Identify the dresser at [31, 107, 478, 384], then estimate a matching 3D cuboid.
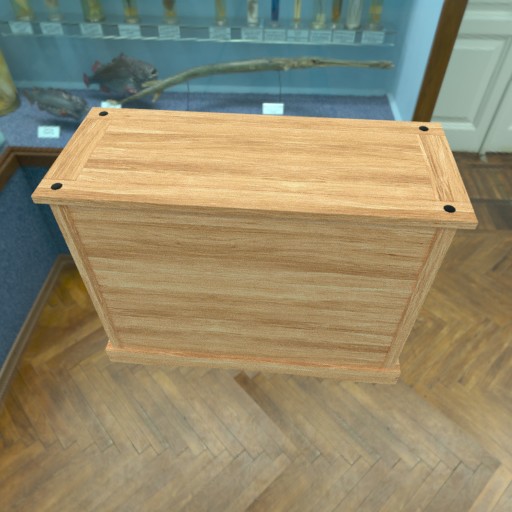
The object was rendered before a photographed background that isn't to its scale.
[{"bbox_3d":[0.000,0.000,1.381,0.990,0.740,0.410,4,47,4],"label":"dresser"}]
